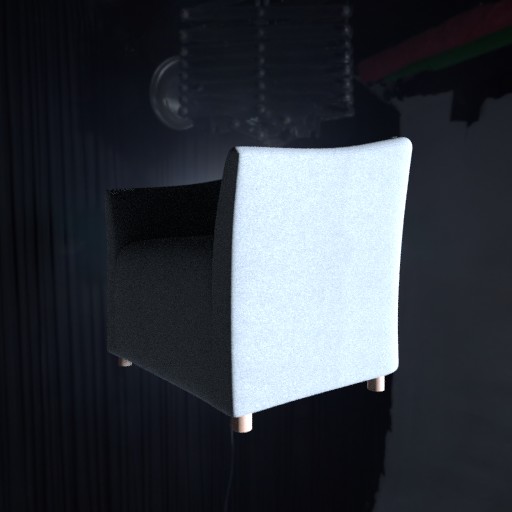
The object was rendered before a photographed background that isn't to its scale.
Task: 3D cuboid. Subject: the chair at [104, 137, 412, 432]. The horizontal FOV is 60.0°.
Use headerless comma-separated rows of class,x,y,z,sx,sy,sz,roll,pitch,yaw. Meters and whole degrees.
chair,0.000,0.000,1.372,0.700,0.720,0.790,0,1,-37
